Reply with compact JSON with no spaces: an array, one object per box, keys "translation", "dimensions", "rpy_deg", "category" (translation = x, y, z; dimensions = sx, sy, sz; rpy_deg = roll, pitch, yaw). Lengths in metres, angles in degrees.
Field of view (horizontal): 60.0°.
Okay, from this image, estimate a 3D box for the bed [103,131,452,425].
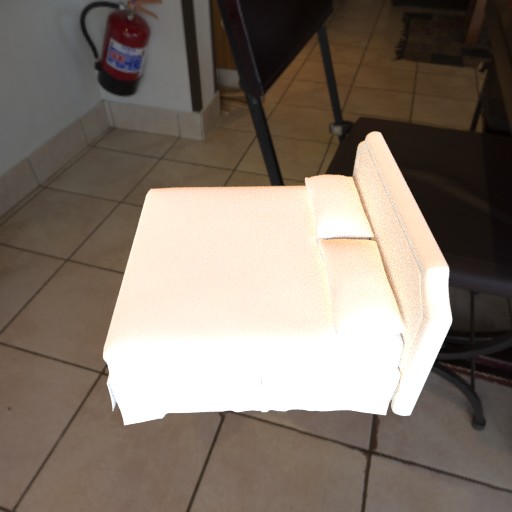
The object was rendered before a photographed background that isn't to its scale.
[{"translation":[0.000,0.000,3.568],"dimensions":[2.204,1.301,2.160],"rpy_deg":[-1,42,-1],"category":"bed"}]
